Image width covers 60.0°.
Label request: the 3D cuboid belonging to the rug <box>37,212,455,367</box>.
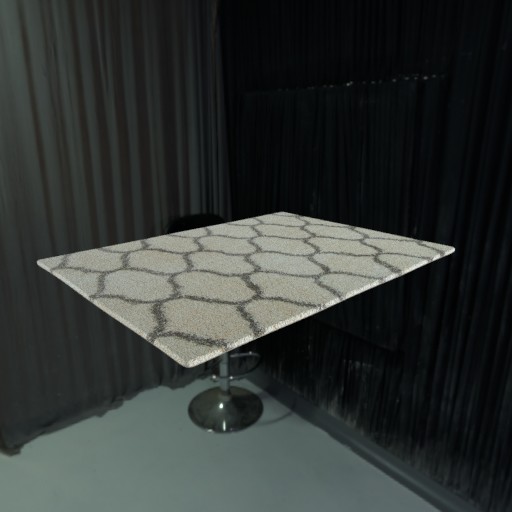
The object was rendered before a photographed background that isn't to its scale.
[{"bbox_3d":[0.000,0.000,2.102,1.600,0.025,1.200,-15,23,-40],"label":"rug"}]
